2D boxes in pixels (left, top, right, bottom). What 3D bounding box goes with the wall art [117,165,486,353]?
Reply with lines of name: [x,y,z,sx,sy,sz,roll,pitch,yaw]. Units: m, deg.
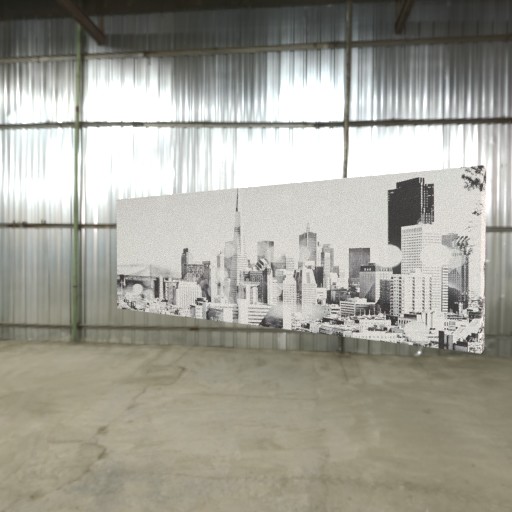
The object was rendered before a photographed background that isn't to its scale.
wall art: [0.000,0.000,0.832,0.766,0.256,0.036,1,2,35]
